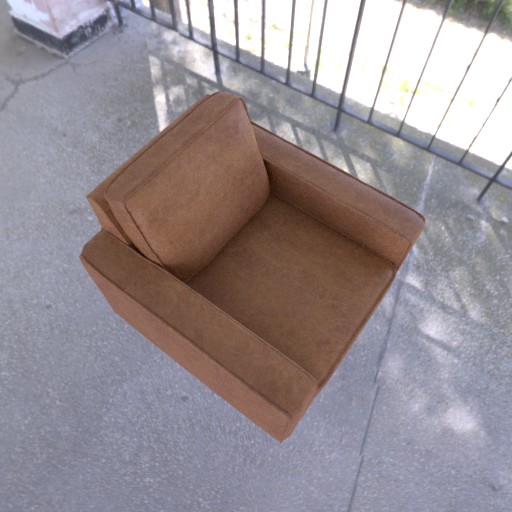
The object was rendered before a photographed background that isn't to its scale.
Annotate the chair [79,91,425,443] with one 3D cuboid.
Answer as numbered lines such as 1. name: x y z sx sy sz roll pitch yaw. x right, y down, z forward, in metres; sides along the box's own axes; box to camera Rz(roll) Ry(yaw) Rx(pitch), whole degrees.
1. chair: 0.000 0.000 1.796 1.027 0.901 0.987 30 65 16
